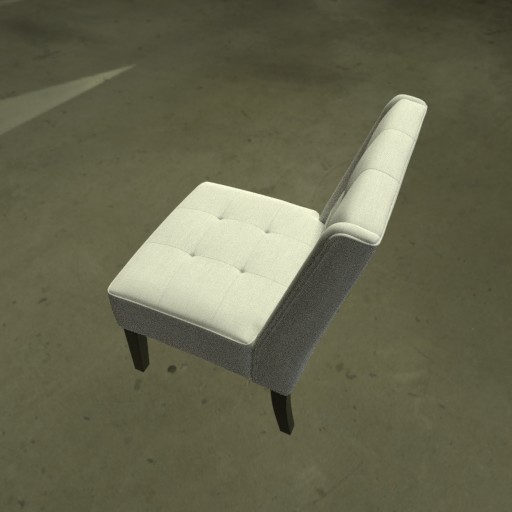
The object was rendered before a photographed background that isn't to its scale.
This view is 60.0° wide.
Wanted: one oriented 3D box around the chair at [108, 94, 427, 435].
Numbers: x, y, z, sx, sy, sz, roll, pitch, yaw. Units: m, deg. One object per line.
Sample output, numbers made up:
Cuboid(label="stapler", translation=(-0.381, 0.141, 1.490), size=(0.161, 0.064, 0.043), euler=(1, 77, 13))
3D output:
Cuboid(label="chair", translation=(0.000, 0.000, 1.279), size=(0.676, 0.853, 0.569), euler=(17, 47, 17))
